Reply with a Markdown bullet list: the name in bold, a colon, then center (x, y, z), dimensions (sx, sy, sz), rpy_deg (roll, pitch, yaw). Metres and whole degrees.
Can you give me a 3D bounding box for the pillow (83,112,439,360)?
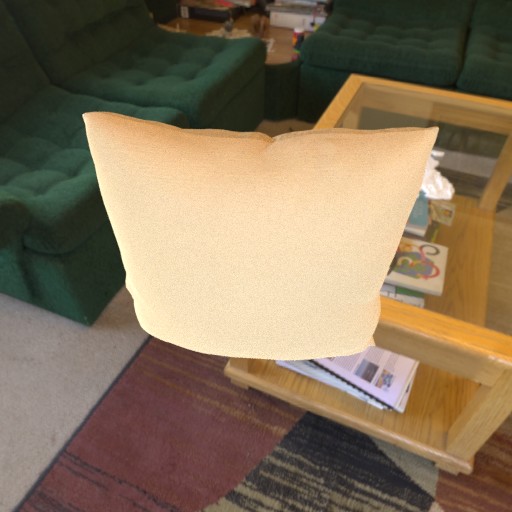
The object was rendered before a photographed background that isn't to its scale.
- **pillow**: center (0.000, 0.000, 0.691), dimensions (0.450, 0.448, 0.245), rpy_deg (5, 45, 5)
